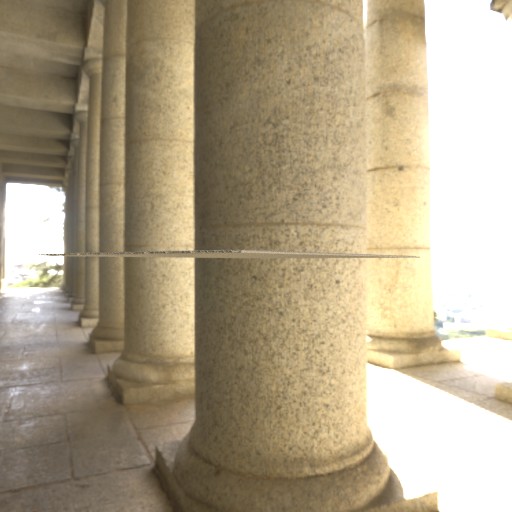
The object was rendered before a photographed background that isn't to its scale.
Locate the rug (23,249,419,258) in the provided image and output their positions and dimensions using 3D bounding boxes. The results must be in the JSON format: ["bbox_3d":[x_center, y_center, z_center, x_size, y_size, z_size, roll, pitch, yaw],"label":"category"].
[{"bbox_3d":[0.000,0.000,3.085,1.548,0.013,2.486,-1,-1,36],"label":"rug"}]
